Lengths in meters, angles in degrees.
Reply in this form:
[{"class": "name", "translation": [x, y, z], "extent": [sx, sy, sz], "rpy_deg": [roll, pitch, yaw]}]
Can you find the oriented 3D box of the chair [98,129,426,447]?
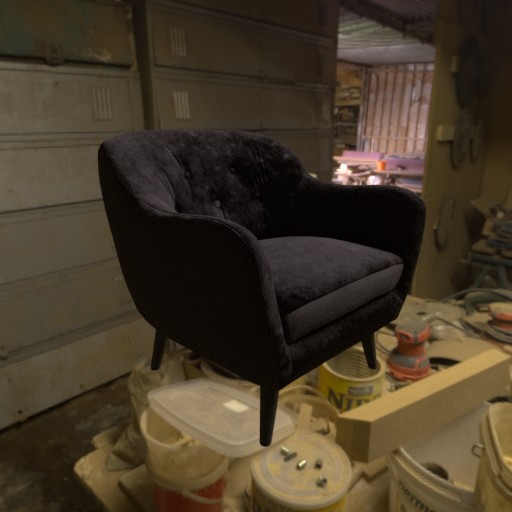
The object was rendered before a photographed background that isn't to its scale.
[{"class": "chair", "translation": [0.000, 0.000, 1.480], "extent": [0.819, 0.807, 0.840], "rpy_deg": [16, 23, 43]}]
